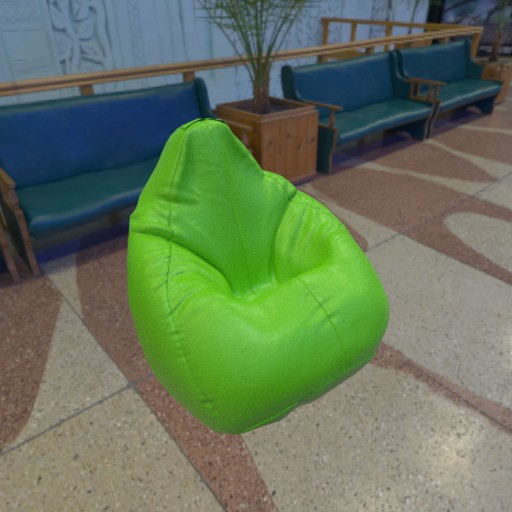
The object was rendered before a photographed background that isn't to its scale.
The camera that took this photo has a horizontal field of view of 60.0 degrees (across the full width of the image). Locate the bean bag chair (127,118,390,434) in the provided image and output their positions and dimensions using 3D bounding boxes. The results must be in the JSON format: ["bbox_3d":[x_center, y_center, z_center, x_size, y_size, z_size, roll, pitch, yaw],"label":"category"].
[{"bbox_3d":[0.000,0.000,1.863,1.070,0.990,1.070,-22,38,-32],"label":"bean bag chair"}]
